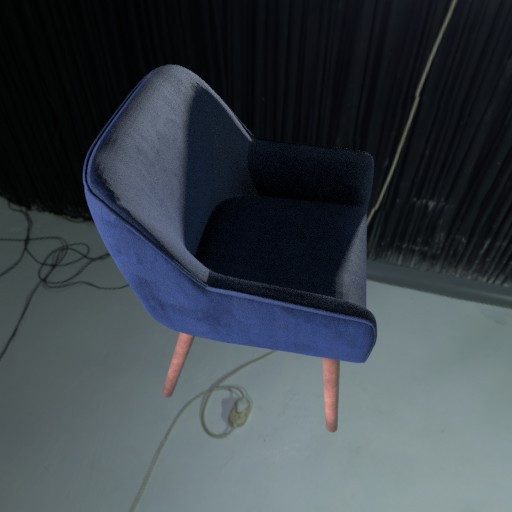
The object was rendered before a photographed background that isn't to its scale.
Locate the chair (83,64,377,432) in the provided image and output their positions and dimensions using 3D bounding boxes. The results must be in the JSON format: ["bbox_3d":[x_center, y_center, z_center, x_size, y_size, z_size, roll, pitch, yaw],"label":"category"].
[{"bbox_3d":[0.000,0.000,1.198,0.600,0.820,0.600,7,47,7],"label":"chair"}]
